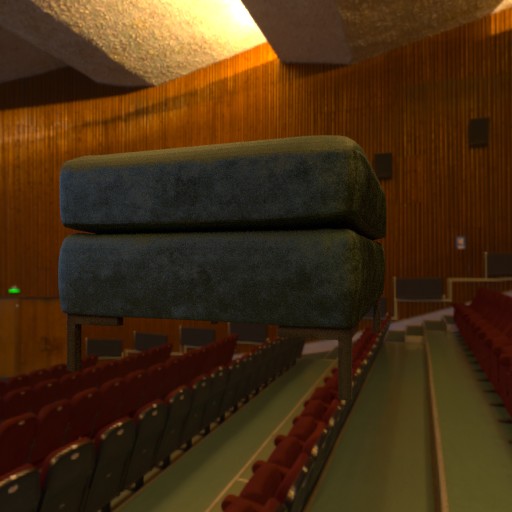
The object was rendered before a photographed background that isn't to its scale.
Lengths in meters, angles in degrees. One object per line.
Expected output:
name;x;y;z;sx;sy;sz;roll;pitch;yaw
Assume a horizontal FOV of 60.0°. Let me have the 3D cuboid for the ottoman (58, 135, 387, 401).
ottoman;0.000;0.000;1.302;0.701;0.538;0.839;0;0;19
